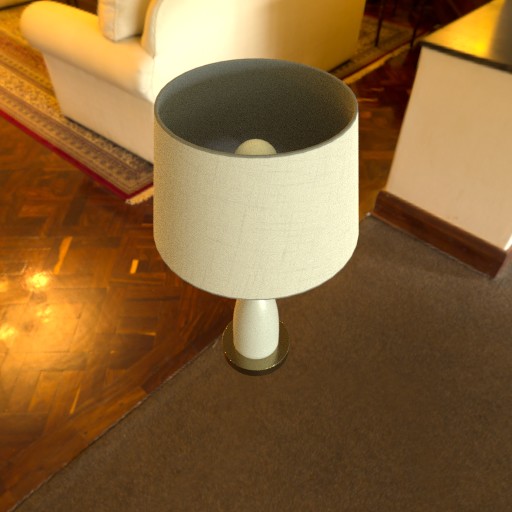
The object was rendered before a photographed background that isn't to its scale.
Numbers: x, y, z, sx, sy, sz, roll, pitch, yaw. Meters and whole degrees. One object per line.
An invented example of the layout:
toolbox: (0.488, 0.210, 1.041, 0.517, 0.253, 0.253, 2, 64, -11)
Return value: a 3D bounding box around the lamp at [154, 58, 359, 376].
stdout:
lamp: (0.000, 0.000, 0.732, 0.309, 0.545, 0.309, 0, 46, 0)
